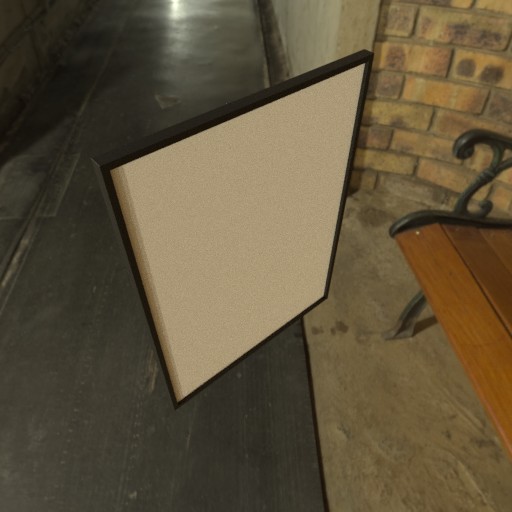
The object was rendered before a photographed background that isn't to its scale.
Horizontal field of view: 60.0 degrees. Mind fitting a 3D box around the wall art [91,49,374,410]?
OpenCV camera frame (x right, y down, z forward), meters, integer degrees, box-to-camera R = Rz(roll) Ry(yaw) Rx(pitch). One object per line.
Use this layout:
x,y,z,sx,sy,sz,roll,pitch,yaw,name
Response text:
0.000,0.000,1.412,0.802,1.070,0.036,-32,54,-26,wall art
